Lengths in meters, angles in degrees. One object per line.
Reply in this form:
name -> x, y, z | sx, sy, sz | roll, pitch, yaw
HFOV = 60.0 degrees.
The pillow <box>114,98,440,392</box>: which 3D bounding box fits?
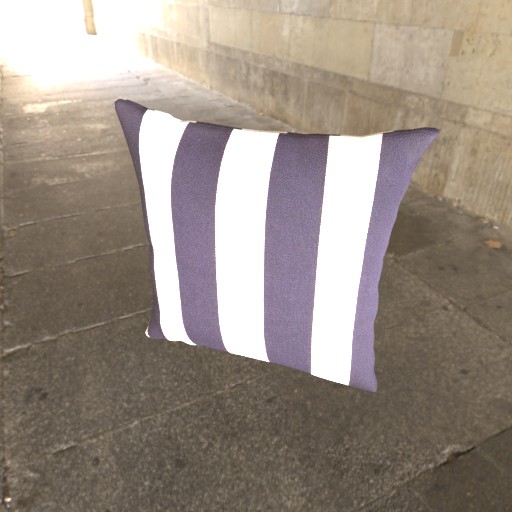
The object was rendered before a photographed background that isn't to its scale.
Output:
pillow -> 0.000, 0.000, 0.818 | 0.536, 0.526, 0.189 | 10, 33, 16
